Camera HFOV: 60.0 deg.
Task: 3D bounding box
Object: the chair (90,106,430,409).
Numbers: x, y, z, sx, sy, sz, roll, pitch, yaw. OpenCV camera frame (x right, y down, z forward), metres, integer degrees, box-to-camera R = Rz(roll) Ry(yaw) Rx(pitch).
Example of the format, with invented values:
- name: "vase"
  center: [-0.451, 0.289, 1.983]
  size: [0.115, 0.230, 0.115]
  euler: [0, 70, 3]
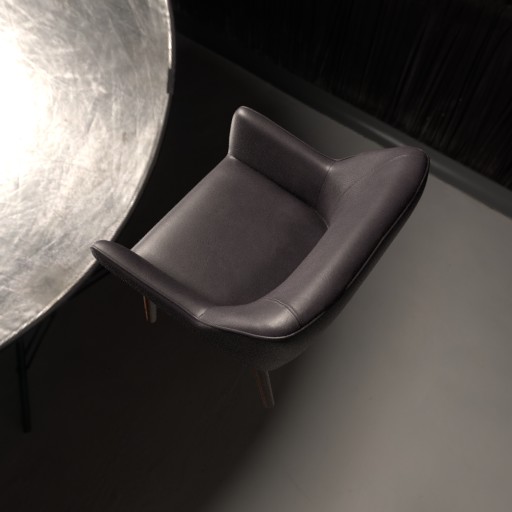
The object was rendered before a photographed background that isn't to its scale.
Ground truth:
- name: "chair"
  center: [0.000, 0.000, 1.256]
  size: [0.610, 0.828, 0.610]
  euler: [34, 68, 16]
